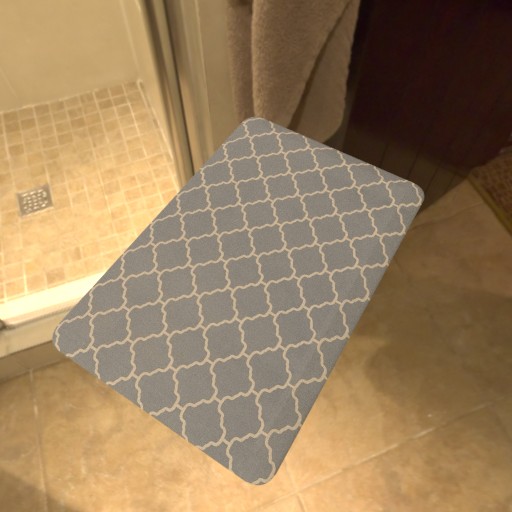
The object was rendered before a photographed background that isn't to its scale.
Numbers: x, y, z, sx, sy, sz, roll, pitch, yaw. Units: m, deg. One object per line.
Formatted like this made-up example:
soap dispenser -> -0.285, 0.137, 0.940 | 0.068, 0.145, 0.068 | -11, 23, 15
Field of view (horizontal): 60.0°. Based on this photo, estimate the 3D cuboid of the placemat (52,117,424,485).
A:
placemat -> 0.000, 0.000, 0.963 | 0.508, 0.021, 0.762 | 28, 63, 16
